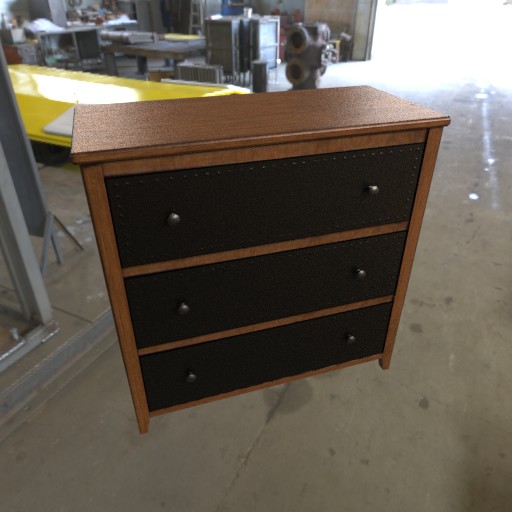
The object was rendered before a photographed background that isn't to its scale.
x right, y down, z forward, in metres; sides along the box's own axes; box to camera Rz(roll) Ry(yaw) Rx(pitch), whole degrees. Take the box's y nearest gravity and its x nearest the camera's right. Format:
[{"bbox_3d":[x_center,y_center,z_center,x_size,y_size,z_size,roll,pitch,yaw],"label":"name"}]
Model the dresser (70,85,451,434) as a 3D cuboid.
[{"bbox_3d":[0.000,0.000,1.917,1.250,1.224,0.591,-10,33,-15],"label":"dresser"}]
